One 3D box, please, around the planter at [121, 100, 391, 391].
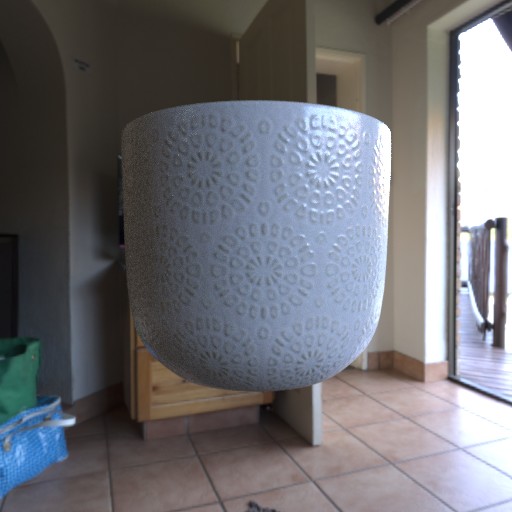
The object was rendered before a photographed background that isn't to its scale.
[{"bbox_3d":[0.000,0.000,0.295,0.170,0.152,0.170,0,2,0],"label":"planter"}]
